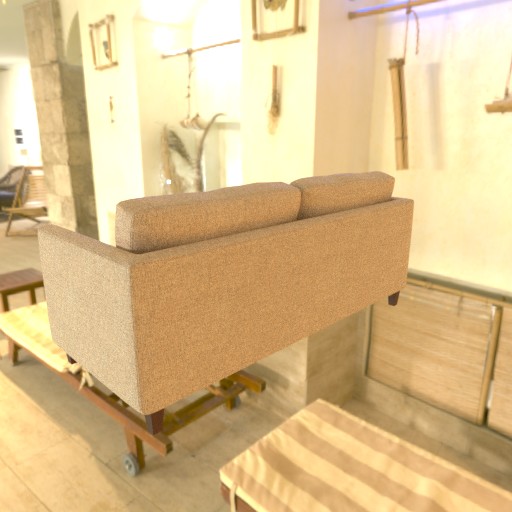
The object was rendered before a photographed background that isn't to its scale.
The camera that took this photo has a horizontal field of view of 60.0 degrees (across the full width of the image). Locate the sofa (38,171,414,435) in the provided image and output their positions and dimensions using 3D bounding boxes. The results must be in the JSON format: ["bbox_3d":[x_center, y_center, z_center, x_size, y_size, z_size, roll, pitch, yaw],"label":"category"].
[{"bbox_3d":[0.000,0.000,2.701,2.208,0.965,0.951,-15,22,-43],"label":"sofa"}]
